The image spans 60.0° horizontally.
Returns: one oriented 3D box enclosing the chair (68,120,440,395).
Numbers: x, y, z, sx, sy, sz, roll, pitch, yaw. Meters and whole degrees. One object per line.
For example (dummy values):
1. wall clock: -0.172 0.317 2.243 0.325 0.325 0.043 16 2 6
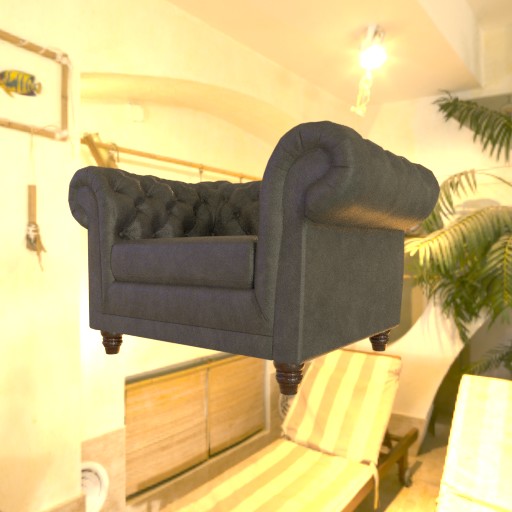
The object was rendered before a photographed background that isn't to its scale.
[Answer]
1. chair: 0.000 0.000 1.839 1.298 0.780 0.943 0 1 37
